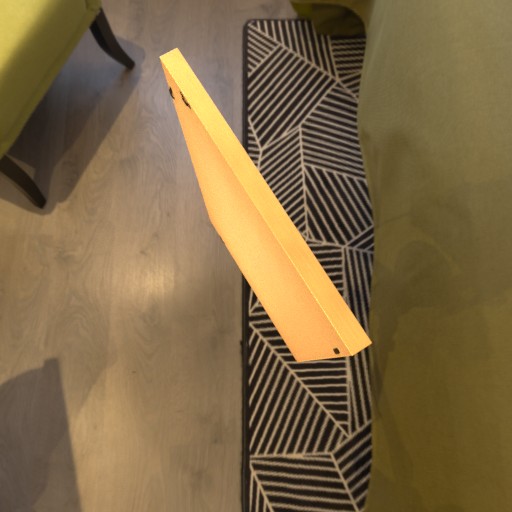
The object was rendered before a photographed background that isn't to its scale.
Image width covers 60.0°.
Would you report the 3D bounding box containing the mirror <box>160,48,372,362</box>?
[{"bbox_3d":[0.000,0.000,1.173,0.041,0.915,0.609,-31,78,-7],"label":"mirror"}]
